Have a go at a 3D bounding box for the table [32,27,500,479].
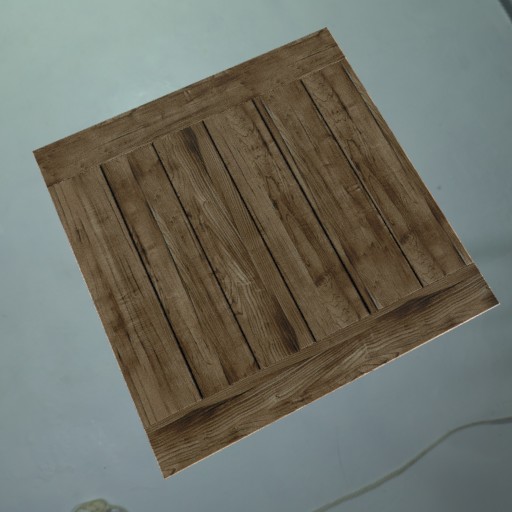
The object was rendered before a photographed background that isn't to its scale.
[{"bbox_3d":[0.000,0.000,0.994,0.610,0.457,0.610,-25,77,-6],"label":"table"}]
